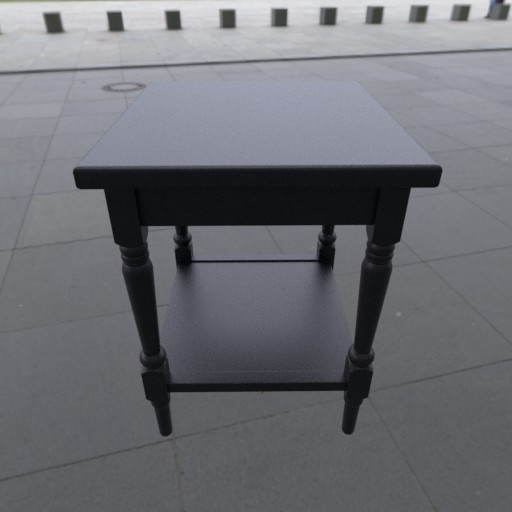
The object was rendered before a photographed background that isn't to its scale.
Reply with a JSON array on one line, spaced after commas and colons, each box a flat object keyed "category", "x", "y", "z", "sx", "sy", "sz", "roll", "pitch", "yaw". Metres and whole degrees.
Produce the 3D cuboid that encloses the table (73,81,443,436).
[{"category": "table", "x": 0.000, "y": 0.000, "z": 0.883, "sx": 0.442, "sy": 0.565, "sz": 0.488, "roll": 0, "pitch": 33, "yaw": -1}]
